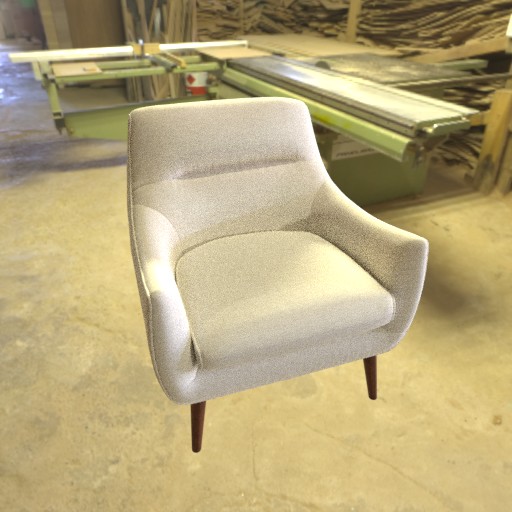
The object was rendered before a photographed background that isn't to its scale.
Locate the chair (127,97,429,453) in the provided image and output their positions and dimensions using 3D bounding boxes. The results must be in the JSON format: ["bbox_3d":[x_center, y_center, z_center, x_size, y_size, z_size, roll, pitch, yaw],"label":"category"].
[{"bbox_3d":[0.000,0.000,1.424,0.762,0.838,0.787,-10,32,-16],"label":"chair"}]
